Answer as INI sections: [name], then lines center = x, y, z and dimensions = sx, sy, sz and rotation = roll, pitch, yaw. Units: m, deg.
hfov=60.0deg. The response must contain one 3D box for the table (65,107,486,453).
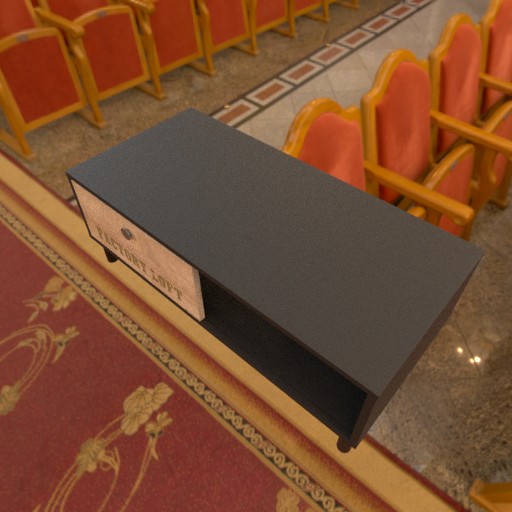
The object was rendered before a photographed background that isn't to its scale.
[table]
center = 0.000, 0.000, 1.388
dimensions = 1.100, 0.400, 0.550
rotation = 33, 55, 27
